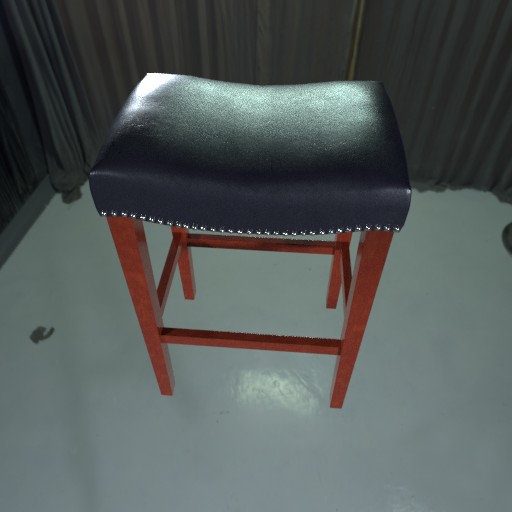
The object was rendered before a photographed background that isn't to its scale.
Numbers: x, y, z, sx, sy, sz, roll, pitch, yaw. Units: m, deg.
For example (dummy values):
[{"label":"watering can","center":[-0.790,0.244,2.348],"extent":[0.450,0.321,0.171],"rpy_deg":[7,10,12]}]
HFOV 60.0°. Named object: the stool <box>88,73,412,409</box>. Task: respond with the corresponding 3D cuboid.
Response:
[{"label":"stool","center":[0.000,0.000,1.034],"extent":[0.504,0.742,0.372],"rpy_deg":[3,46,3]}]
